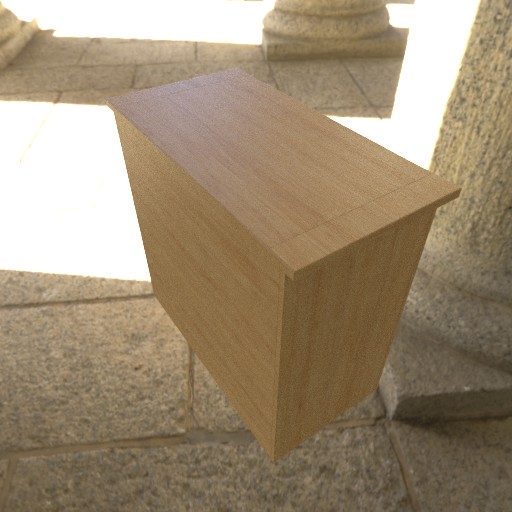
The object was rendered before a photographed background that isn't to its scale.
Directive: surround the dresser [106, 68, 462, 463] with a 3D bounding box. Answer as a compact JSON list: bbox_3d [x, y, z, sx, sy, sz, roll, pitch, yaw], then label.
[{"bbox_3d":[0.000,0.000,1.252,0.410,0.730,0.800,-25,47,-25],"label":"dresser"}]
